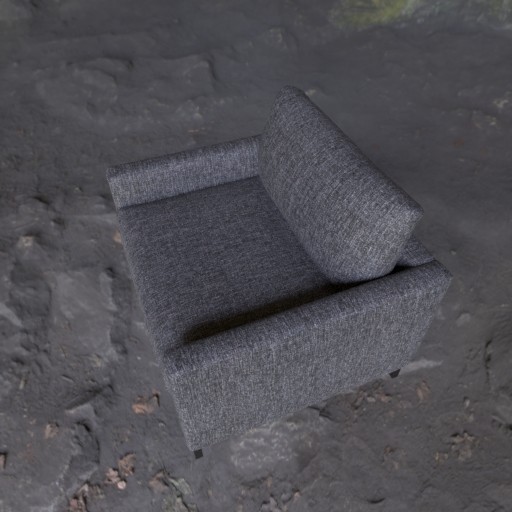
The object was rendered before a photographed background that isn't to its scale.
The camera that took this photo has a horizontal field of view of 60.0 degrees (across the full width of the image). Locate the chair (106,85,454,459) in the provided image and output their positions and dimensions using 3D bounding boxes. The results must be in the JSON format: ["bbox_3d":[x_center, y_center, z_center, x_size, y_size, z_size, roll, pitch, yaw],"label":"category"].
[{"bbox_3d":[0.000,0.000,1.593,0.866,0.861,0.963,-17,48,-15],"label":"chair"}]
